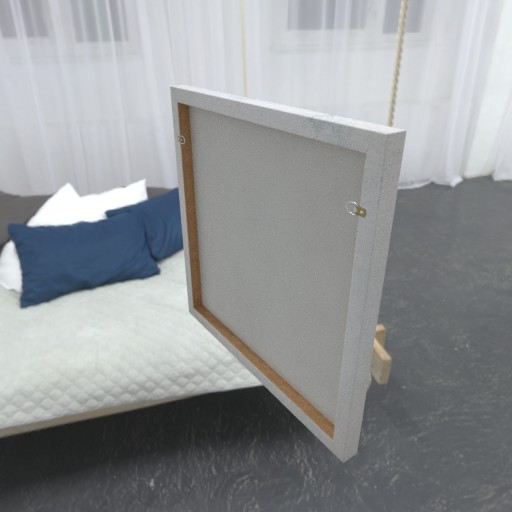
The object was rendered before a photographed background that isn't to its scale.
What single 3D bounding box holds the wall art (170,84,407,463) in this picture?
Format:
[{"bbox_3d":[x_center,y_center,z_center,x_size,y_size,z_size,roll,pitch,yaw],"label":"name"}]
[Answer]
[{"bbox_3d":[0.000,0.000,0.922,0.040,0.612,0.612,-18,33,-31],"label":"wall art"}]
